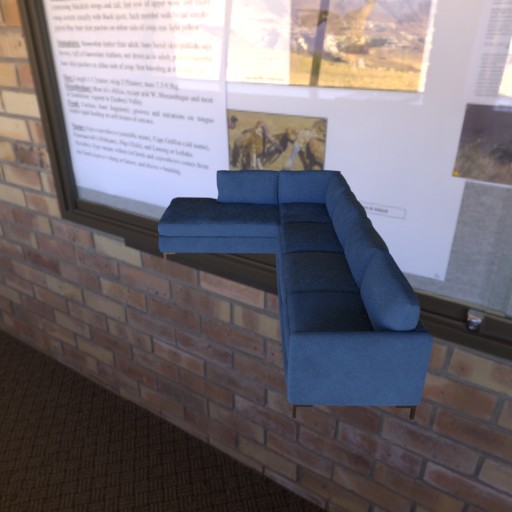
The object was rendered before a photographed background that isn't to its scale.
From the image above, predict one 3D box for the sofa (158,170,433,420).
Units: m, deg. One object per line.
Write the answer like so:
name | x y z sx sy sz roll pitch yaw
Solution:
sofa | 0.000 0.000 3.834 2.007 0.815 2.949 0 26 0
